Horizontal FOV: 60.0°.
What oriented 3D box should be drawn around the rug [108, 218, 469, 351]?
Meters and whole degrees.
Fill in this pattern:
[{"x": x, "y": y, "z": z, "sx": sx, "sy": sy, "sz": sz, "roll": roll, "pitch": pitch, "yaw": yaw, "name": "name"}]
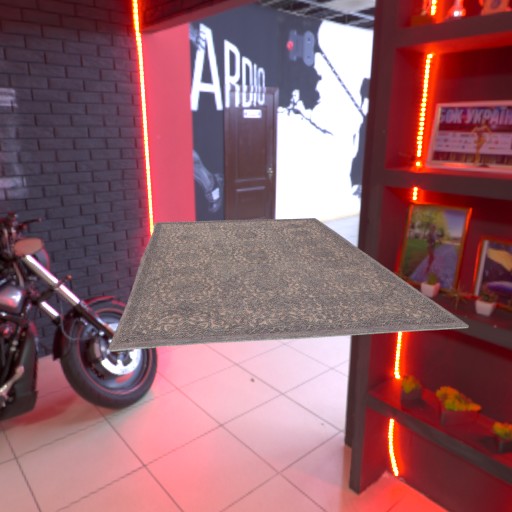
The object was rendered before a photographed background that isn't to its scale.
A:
[{"x": 0.000, "y": 0.000, "z": 3.022, "sx": 1.535, "sy": 0.022, "sz": 2.498, "roll": -2, "pitch": 16, "yaw": -8, "name": "rug"}]
